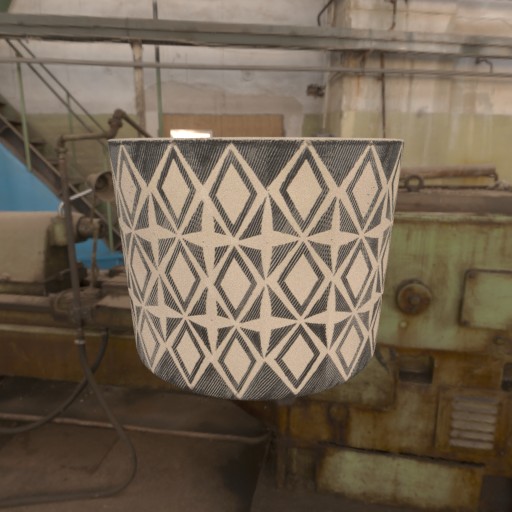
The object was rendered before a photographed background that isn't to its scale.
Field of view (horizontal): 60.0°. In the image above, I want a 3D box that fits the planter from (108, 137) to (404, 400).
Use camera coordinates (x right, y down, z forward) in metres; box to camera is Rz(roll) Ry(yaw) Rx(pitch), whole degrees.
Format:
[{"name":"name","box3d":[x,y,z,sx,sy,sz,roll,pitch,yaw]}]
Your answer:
[{"name":"planter","box3d":[0.000,0.000,0.434,0.260,0.220,0.260,0,14,0]}]
